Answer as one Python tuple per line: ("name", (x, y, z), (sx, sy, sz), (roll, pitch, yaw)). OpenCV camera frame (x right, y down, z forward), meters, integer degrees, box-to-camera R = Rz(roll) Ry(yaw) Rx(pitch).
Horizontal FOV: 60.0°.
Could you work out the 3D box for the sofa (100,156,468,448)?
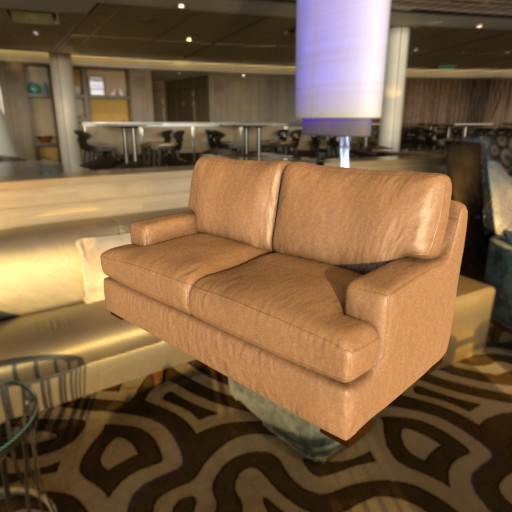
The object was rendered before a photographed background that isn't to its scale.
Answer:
("sofa", (0.000, 0.000, 2.424), (1.855, 0.980, 0.962), (15, 22, 42))
